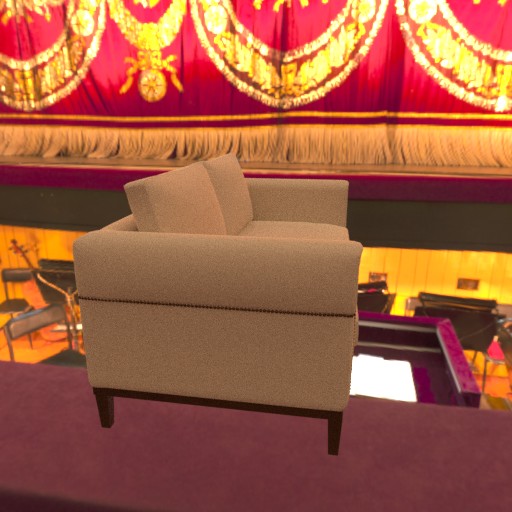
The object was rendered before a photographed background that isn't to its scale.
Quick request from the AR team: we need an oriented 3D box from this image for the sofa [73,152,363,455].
[{"bbox_3d":[0.000,0.000,2.104,0.905,0.873,1.598,3,17,9],"label":"sofa"}]
